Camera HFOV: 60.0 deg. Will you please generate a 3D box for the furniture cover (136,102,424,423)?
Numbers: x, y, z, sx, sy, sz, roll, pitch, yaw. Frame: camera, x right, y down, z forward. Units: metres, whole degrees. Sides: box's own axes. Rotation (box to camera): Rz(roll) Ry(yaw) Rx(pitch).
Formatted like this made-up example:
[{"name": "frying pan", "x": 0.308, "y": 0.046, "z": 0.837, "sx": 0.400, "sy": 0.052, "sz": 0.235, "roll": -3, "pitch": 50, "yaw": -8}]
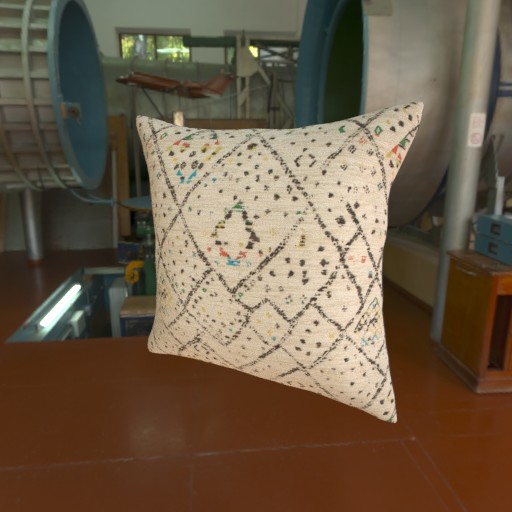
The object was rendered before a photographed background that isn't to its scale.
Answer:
[{"name": "furniture cover", "x": 0.000, "y": 0.000, "z": 0.784, "sx": 0.525, "sy": 0.498, "sz": 0.180, "roll": 8, "pitch": 17, "yaw": 27}]
